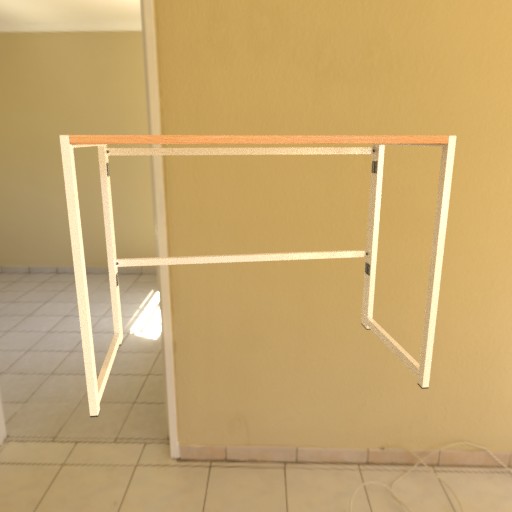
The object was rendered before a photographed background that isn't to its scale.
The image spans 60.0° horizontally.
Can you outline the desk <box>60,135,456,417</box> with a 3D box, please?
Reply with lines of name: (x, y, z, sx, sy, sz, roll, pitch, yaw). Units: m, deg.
desk: (0.000, 0.000, 1.455, 1.016, 0.762, 0.508, -2, 15, -8)
